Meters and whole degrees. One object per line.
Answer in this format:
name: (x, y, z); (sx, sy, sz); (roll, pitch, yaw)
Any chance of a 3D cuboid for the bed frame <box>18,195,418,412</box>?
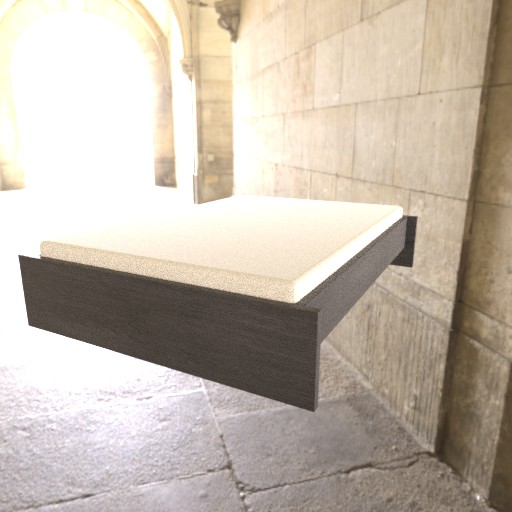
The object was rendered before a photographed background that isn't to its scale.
bed frame: (0.000, 0.000, 2.606); (1.490, 0.432, 1.950); (8, 17, 27)
